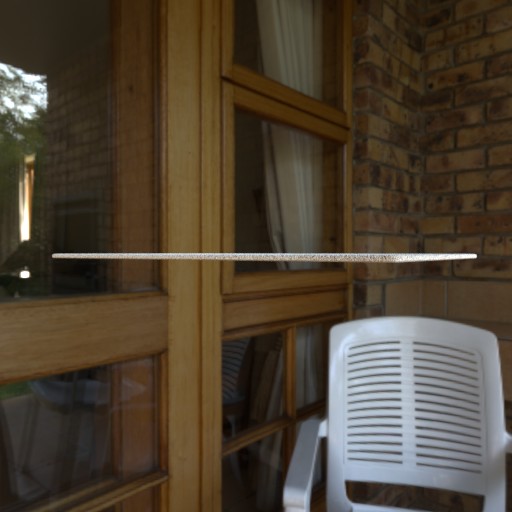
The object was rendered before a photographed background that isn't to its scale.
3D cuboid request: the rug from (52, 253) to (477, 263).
[{"bbox_3d":[0.000,0.000,2.982,2.438,0.030,1.524,0,1,37],"label":"rug"}]
